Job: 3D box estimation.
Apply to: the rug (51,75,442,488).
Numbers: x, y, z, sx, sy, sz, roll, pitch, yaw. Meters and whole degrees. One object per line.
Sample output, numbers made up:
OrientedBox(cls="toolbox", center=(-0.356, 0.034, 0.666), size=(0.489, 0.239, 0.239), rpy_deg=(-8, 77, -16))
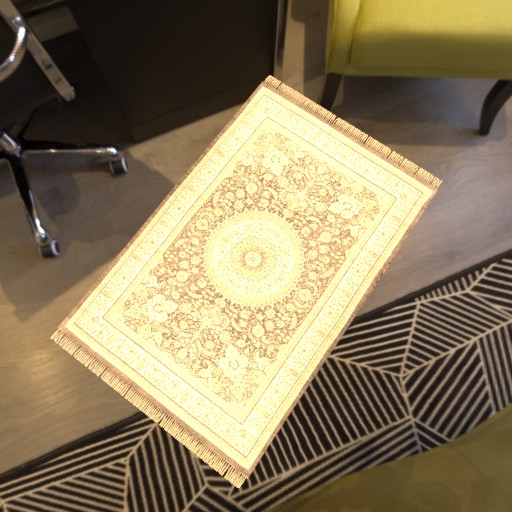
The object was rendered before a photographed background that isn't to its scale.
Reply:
OrientedBox(cls="rug", center=(0.000, 0.000, 4.206), size=(2.143, 0.015, 3.422), rpy_deg=(35, 78, 9))
